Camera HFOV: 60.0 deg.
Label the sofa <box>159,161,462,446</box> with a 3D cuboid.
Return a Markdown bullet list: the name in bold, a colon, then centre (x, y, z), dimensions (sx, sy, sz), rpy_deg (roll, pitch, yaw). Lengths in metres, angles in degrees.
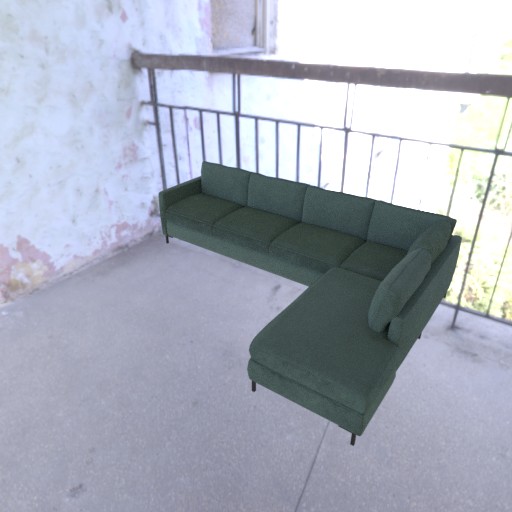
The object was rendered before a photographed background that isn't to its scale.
- **sofa**: centre (0.000, 0.000, 3.271), dimensions (2.486, 0.687, 1.707), rpy_deg (19, 34, 31)
